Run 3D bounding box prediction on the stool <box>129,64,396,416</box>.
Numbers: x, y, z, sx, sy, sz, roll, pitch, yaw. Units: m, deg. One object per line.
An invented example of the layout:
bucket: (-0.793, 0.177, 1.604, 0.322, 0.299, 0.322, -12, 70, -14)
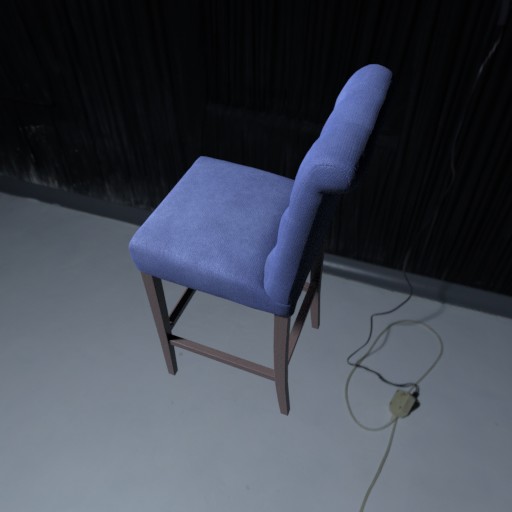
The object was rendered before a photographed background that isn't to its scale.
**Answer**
stool: (0.000, 0.000, 1.432, 0.601, 1.140, 0.493, 16, 48, 15)
